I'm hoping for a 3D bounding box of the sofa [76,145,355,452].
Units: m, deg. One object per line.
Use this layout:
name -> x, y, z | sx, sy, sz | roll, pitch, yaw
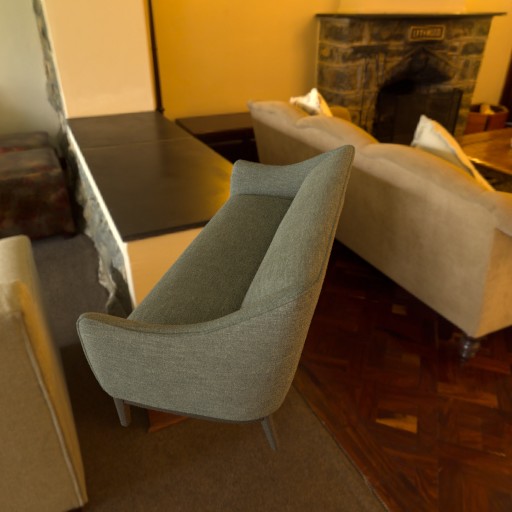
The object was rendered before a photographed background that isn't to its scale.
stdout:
sofa -> 0.000, 0.000, 2.376 | 0.867, 0.829, 1.928 | 7, 30, 13
